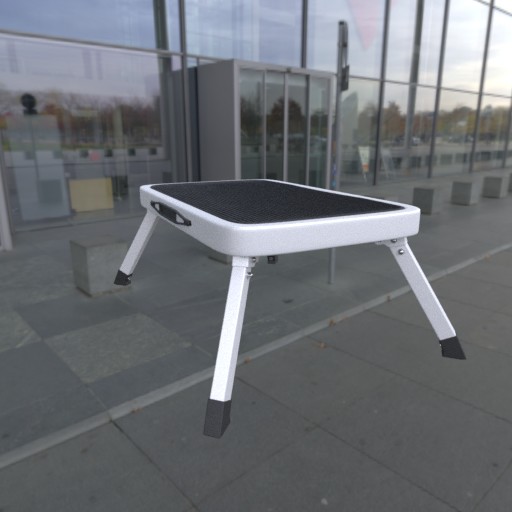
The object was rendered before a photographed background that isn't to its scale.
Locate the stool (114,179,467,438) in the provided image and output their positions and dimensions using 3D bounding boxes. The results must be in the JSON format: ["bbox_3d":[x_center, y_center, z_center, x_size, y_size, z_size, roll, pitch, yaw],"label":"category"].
[{"bbox_3d":[0.000,0.000,0.611,0.320,0.170,0.460,-8,17,-26],"label":"stool"}]
